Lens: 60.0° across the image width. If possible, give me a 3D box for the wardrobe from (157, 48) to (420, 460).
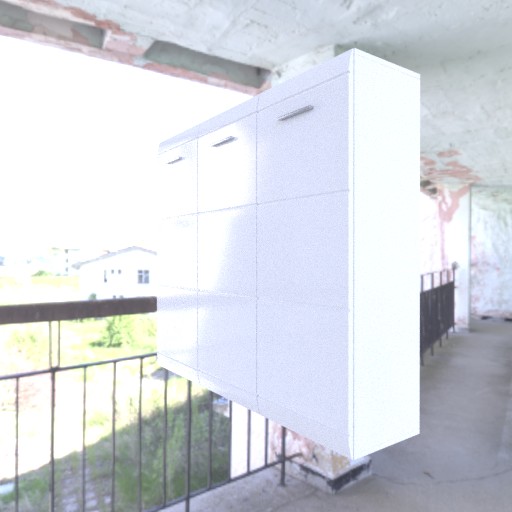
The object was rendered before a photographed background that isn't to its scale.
[{"bbox_3d":[0.000,0.000,1.897,0.360,1.200,1.340,0,0,-36],"label":"wardrobe"}]
